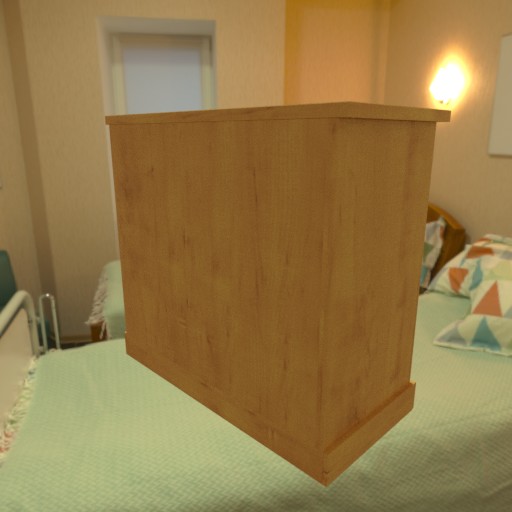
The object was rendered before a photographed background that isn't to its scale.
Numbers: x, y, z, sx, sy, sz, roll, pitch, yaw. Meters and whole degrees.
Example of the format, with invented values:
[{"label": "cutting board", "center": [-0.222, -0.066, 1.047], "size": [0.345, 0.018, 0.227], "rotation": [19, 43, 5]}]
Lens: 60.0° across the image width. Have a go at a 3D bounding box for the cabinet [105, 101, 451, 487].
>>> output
[{"label": "cabinet", "center": [0.000, 0.000, 1.371], "size": [0.450, 0.840, 0.920], "rotation": [-15, 21, -43]}]
